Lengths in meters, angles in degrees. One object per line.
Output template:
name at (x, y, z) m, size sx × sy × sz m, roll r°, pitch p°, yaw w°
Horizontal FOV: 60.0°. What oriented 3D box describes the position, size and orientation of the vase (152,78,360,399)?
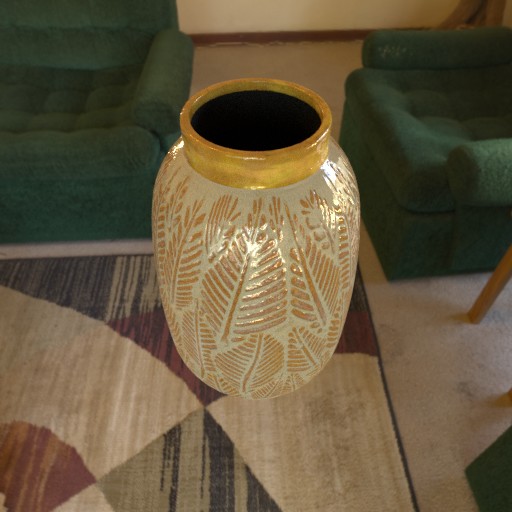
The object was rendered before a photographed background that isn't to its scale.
vase at (0.000, 0.000, 0.380) m, size 0.172 × 0.270 × 0.172 m, roll 0°, pitch 48°, yaw 0°
